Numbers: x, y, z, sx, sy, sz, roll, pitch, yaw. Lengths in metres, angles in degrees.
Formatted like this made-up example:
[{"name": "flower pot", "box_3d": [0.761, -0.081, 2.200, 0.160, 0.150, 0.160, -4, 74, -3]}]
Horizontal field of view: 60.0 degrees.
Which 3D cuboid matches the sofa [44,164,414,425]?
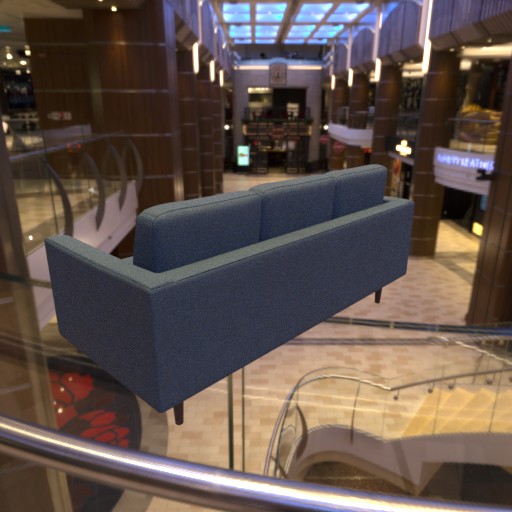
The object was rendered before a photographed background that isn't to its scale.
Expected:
[{"name": "sofa", "box_3d": [0.000, 0.000, 2.568, 0.935, 0.945, 2.013, 17, 25, 41]}]
